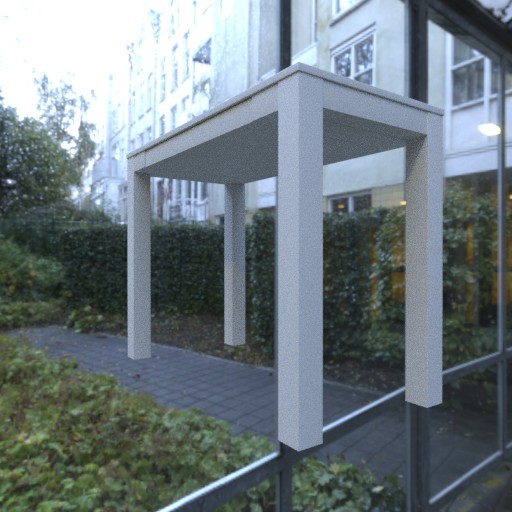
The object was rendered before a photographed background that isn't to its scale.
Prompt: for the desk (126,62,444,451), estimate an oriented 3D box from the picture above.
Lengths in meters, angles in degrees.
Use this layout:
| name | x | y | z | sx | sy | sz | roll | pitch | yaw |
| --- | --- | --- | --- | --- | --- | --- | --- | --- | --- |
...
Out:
| name | x | y | z | sx | sy | sz | roll | pitch | yaw |
| --- | --- | --- | --- | --- | --- | --- | --- | --- | --- |
| desk | 0.000 | 0.000 | 1.412 | 0.497 | 0.762 | 0.990 | 0 | 0 | -35 |
